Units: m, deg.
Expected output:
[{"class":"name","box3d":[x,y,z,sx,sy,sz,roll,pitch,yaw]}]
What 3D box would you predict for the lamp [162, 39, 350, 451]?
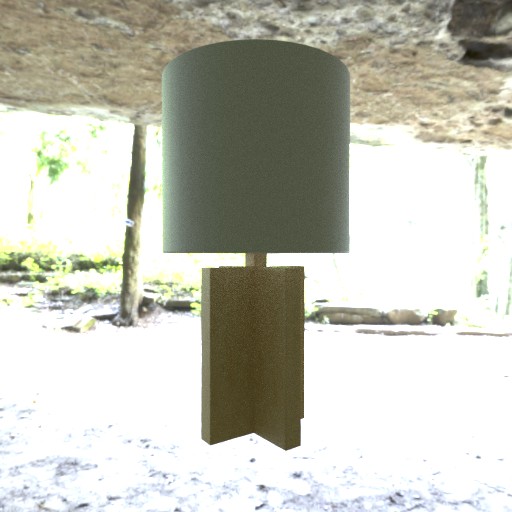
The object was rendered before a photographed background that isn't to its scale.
[{"class":"lamp","box3d":[0.000,0.000,0.550,0.229,0.428,0.229,0,0,-36]}]
